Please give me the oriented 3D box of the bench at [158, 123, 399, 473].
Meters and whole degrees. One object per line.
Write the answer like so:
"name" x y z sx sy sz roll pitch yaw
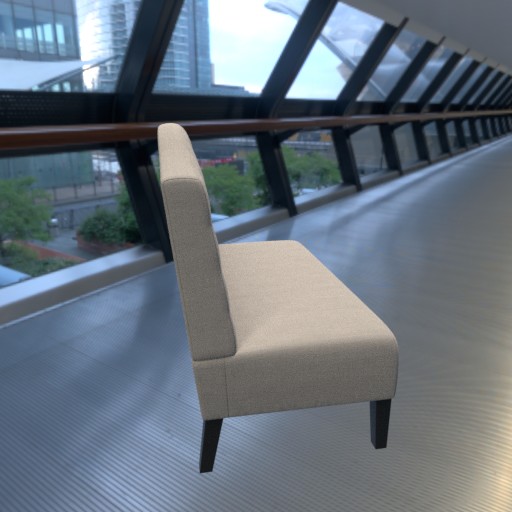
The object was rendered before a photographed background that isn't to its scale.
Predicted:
"bench" 0.000 0.000 2.054 0.815 1.180 1.335 -3 17 -10
